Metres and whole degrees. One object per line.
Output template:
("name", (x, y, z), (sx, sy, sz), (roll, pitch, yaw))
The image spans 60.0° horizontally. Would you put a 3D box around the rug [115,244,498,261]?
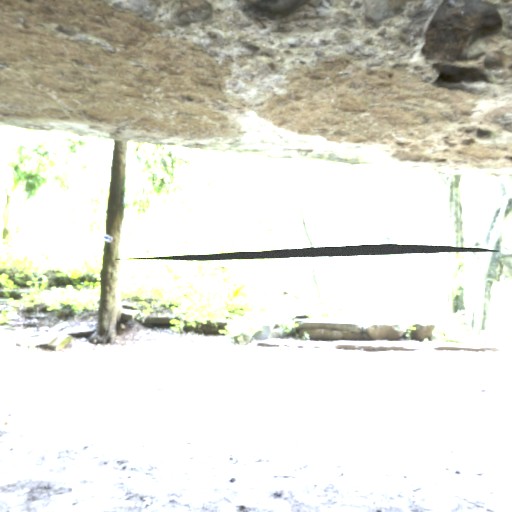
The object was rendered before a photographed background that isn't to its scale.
("rug", (0.000, 0.000, 2.656), (0.807, 0.010, 2.476), (2, -2, -38))
